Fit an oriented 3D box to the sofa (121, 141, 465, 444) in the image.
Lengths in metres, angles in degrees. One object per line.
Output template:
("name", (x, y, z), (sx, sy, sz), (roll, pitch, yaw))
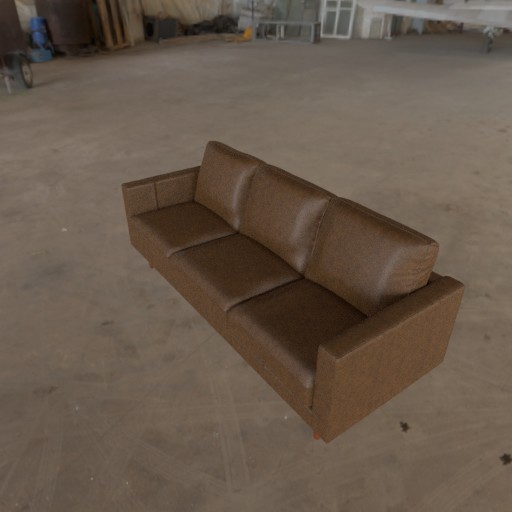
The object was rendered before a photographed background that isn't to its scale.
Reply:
("sofa", (0.000, 0.000, 2.806), (0.903, 0.930, 2.231), (-21, 37, -30))
